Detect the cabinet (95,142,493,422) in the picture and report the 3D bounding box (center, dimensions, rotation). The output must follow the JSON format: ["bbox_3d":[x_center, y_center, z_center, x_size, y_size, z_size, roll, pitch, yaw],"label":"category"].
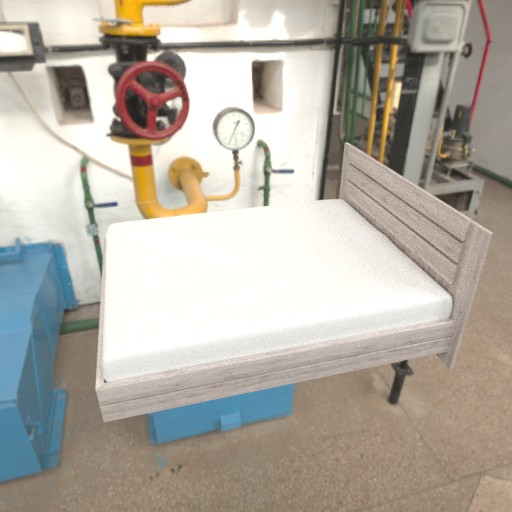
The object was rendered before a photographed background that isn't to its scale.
[{"bbox_3d":[0.000,0.000,3.031,2.080,0.970,1.750,-8,31,-13],"label":"cabinet"}]
